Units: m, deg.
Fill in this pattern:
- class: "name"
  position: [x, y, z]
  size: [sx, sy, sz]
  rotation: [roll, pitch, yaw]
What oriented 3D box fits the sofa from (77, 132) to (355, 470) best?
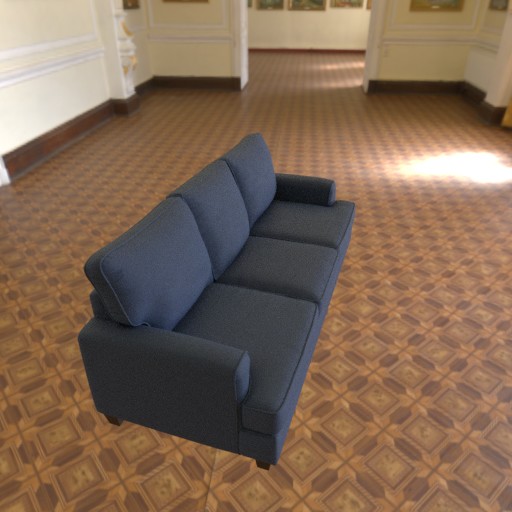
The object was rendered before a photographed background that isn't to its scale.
- class: "sofa"
  position: [0.000, 0.000, 2.693]
  size: [0.951, 0.965, 2.158]
  rotation: [10, 32, 16]
